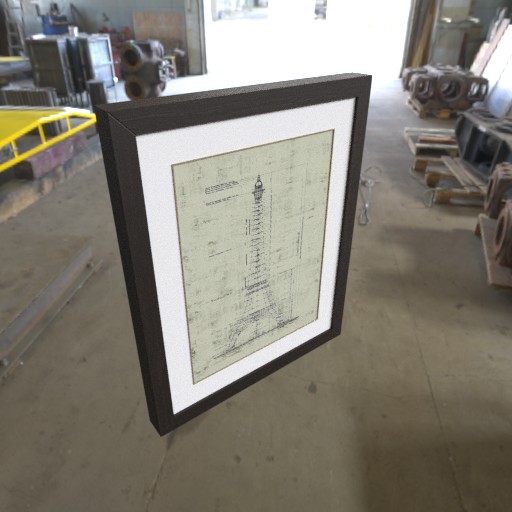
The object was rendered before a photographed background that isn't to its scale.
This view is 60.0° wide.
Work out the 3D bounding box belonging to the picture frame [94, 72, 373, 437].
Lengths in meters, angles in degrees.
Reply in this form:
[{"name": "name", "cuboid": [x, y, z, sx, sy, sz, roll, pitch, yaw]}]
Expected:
[{"name": "picture frame", "cuboid": [0.000, 0.000, 0.771, 0.452, 0.555, 0.044, -21, 36, -32]}]
